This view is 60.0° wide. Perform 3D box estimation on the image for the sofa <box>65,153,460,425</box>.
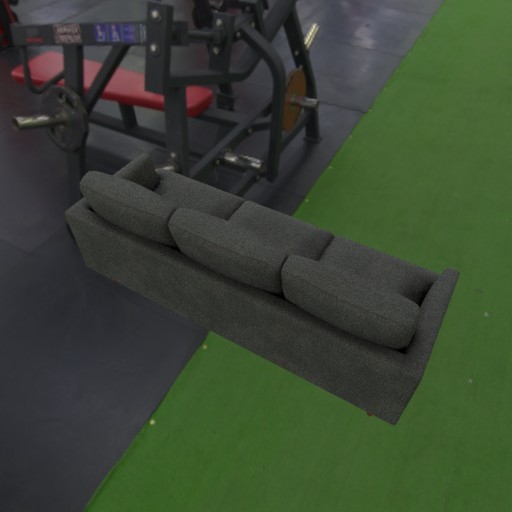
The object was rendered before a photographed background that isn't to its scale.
[{"bbox_3d":[0.000,0.000,2.751,2.246,0.930,0.903,23,51,20],"label":"sofa"}]
